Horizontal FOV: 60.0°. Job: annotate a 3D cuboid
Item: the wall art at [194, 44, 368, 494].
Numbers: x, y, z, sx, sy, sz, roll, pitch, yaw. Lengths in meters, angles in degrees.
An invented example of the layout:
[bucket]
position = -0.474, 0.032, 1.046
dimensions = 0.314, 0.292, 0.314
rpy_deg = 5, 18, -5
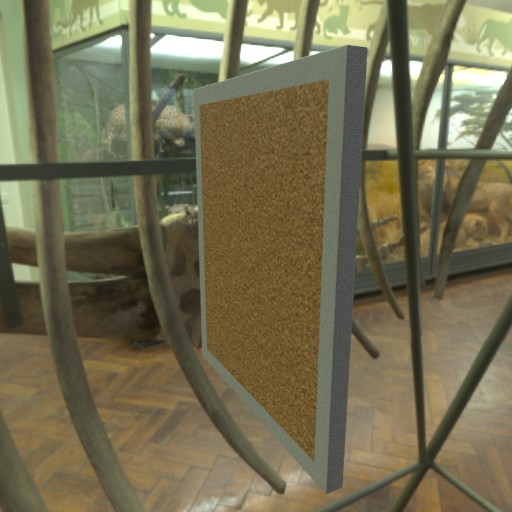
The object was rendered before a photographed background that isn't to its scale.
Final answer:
[wall art]
position = 0.000, 0.000, 0.725
dimensions = 0.028, 0.556, 0.454
rpy_deg = -8, 16, -27
